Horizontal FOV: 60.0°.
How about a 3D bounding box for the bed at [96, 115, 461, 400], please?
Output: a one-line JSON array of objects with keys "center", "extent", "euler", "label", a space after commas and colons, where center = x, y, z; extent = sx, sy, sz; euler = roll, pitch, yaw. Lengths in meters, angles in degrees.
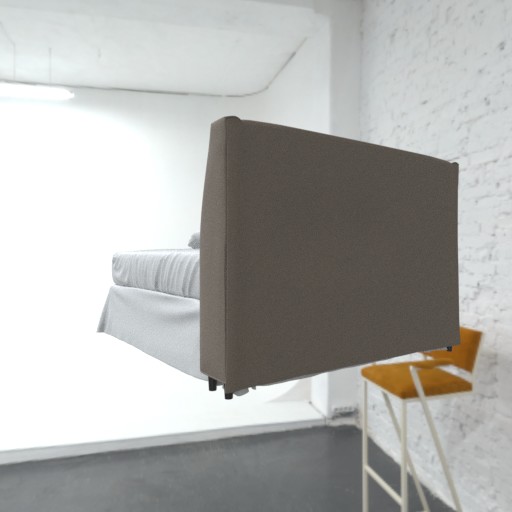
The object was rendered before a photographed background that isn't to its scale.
[{"center": [0.000, 0.000, 3.472], "extent": [1.925, 1.332, 2.276], "euler": [0, 0, -35], "label": "bed"}]
